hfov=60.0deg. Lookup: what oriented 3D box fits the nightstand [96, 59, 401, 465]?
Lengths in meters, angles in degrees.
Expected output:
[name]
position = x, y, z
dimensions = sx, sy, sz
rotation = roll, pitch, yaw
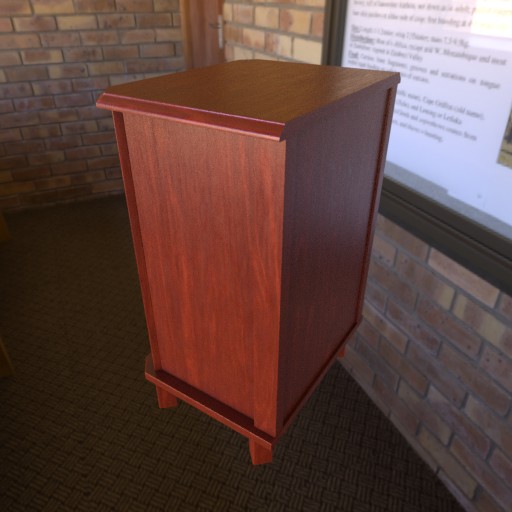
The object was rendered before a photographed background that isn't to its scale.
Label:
[nightstand]
position = 0.000, 0.000, 0.909
dimensions = 0.351, 0.681, 0.435
rotation = 19, 36, 28
